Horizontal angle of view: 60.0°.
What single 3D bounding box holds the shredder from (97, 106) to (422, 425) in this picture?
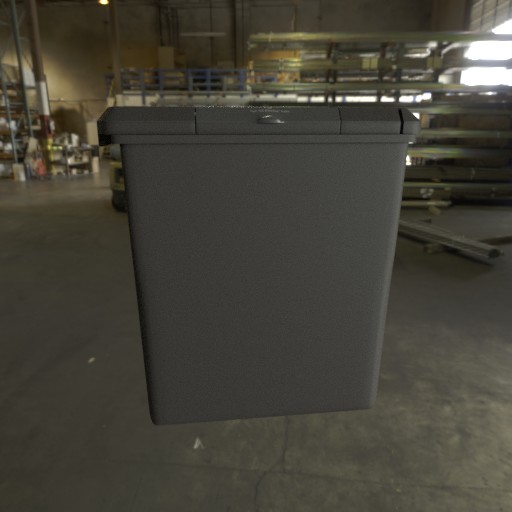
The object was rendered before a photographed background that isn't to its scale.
[{"bbox_3d":[0.000,0.000,0.518,0.320,0.335,0.170,-2,16,-7],"label":"shredder"}]
